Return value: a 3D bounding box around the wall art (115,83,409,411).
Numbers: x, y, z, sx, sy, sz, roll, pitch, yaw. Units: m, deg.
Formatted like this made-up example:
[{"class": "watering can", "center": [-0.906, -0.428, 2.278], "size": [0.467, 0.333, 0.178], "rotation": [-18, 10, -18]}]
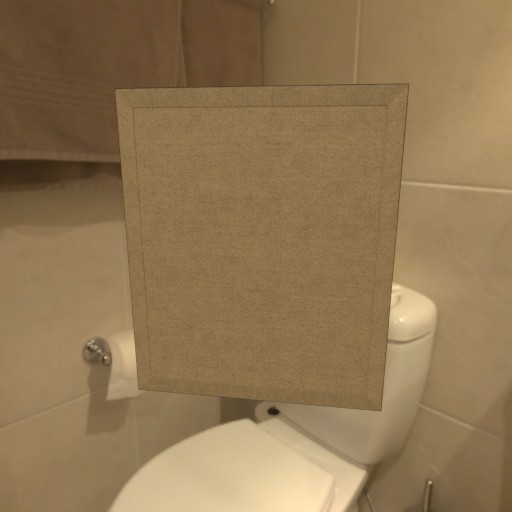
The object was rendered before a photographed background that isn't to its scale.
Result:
[{"class": "wall art", "center": [0.000, 0.000, 0.638], "size": [0.381, 0.457, 0.023], "rotation": [2, 15, 9]}]
